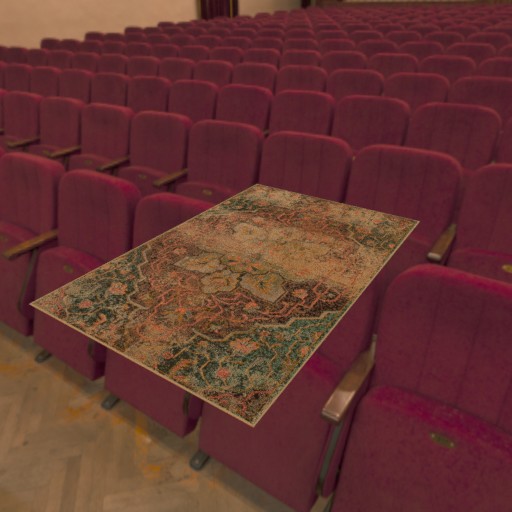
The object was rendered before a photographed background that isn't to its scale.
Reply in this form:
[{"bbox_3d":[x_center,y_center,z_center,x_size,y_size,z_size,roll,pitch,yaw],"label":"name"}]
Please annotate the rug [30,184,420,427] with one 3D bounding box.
[{"bbox_3d":[0.000,0.000,2.983,1.566,0.004,2.363,19,34,30],"label":"rug"}]
